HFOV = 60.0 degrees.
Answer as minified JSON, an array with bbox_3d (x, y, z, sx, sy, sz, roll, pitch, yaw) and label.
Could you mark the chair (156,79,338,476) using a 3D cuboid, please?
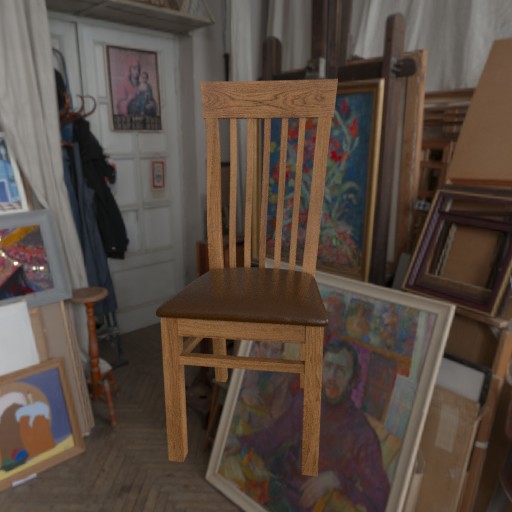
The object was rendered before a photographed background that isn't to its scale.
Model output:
[{"bbox_3d":[0.000,0.000,1.328,0.450,1.050,0.580,2,15,8],"label":"chair"}]
